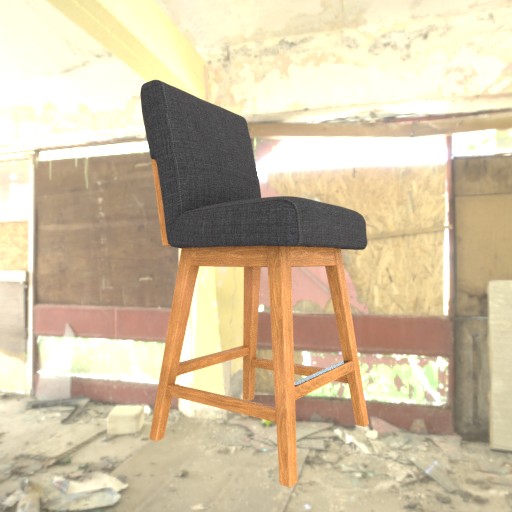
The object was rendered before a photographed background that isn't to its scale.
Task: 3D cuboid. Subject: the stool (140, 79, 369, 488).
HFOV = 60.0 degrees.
[{"bbox_3d":[0.000,0.000,1.295,0.526,1.010,0.459,0,-1,35],"label":"stool"}]
